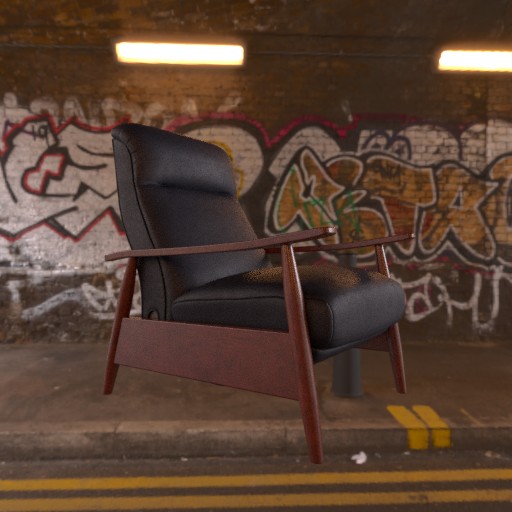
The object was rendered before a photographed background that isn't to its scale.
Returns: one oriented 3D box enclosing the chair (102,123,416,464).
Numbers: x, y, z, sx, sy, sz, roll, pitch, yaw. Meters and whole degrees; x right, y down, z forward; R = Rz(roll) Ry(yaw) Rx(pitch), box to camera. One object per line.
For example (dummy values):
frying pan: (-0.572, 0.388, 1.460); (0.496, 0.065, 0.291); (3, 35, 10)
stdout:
chair: (0.000, 0.000, 1.740); (1.014, 1.082, 0.762); (1, 1, 36)
